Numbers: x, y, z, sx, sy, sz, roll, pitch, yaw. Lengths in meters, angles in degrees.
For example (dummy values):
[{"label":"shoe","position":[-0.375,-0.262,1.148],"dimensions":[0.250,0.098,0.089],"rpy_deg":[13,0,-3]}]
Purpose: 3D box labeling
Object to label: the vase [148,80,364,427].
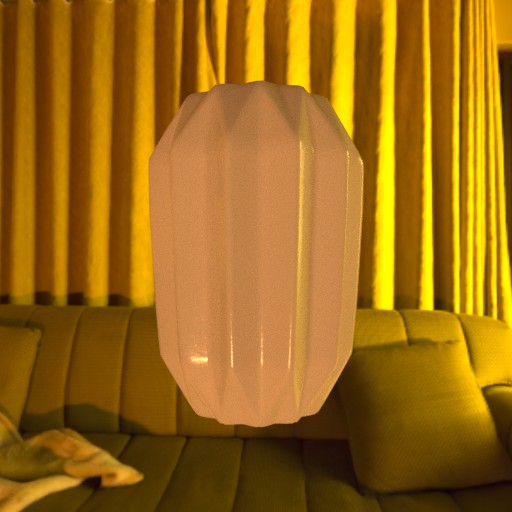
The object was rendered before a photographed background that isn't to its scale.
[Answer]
[{"label":"vase","position":[0.000,0.000,0.411],"dimensions":[0.195,0.275,0.195],"rpy_deg":[0,0,0]}]
